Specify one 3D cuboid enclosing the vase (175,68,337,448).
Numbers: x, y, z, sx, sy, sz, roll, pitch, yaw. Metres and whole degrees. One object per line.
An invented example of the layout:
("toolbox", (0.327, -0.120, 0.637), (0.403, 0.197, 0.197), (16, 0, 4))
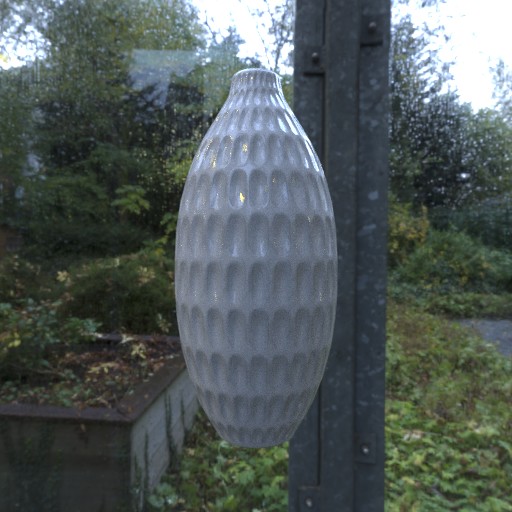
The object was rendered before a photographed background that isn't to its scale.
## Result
("vase", (0.000, 0.000, 0.352), (0.127, 0.282, 0.127), (0, 1, 0))
